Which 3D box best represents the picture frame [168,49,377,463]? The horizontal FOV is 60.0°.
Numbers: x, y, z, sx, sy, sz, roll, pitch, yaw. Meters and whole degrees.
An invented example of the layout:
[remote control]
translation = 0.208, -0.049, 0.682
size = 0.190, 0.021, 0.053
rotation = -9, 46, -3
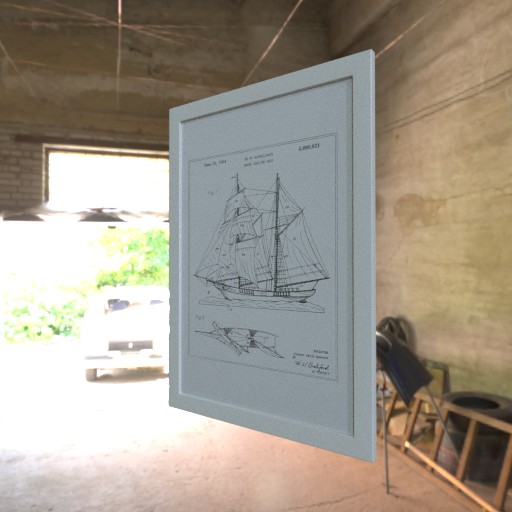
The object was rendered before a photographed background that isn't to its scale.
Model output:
[picture frame]
translation = 0.000, 0.000, 0.687
size = 0.381, 0.534, 0.012
rotation = -1, -1, 36
